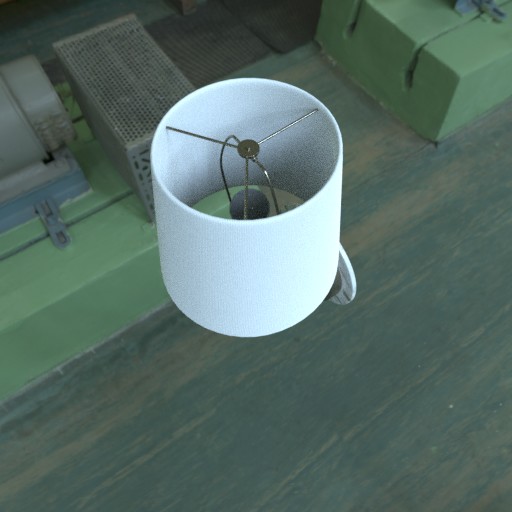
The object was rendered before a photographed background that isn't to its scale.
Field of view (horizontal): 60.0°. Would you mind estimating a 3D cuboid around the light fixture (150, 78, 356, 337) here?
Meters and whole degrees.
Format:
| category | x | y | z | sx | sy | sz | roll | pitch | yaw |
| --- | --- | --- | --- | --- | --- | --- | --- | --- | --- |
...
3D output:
| category | x | y | z | sx | sy | sz | roll | pitch | yaw |
| --- | --- | --- | --- | --- | --- | --- | --- | --- | --- |
| light fixture | 0.000 | 0.000 | 0.446 | 0.188 | 0.337 | 0.168 | -32 | 67 | -16 |
